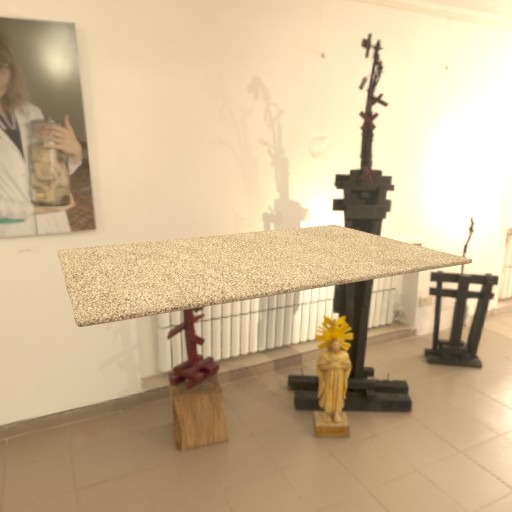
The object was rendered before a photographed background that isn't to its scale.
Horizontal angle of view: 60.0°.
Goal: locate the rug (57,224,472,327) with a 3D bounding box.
[{"bbox_3d":[0.000,0.000,3.048,2.438,0.030,1.524,-7,15,-26],"label":"rug"}]
